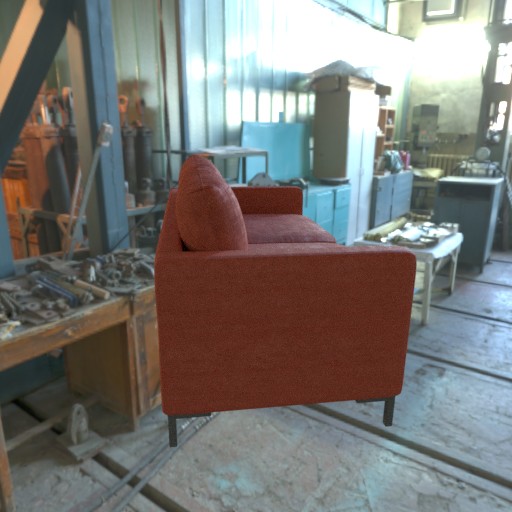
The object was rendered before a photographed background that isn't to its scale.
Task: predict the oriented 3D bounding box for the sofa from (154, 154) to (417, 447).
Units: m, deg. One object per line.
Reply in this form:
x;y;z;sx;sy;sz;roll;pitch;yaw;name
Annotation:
0.000;0.000;2.156;0.864;0.896;1.574;-2;16;-8;sofa
